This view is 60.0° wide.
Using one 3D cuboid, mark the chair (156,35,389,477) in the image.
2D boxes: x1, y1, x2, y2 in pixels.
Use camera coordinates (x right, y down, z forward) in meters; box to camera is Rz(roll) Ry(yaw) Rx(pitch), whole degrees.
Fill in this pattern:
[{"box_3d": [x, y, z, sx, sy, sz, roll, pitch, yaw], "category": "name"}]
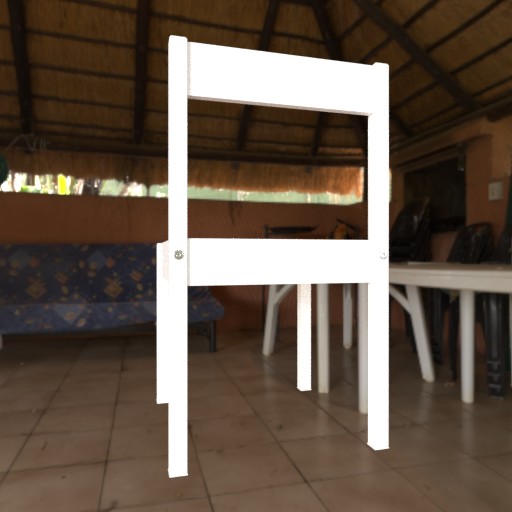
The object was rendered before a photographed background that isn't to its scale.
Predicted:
[{"box_3d": [0.000, 0.000, 0.679, 0.285, 0.505, 0.285, 0, 0, -16], "category": "chair"}]
